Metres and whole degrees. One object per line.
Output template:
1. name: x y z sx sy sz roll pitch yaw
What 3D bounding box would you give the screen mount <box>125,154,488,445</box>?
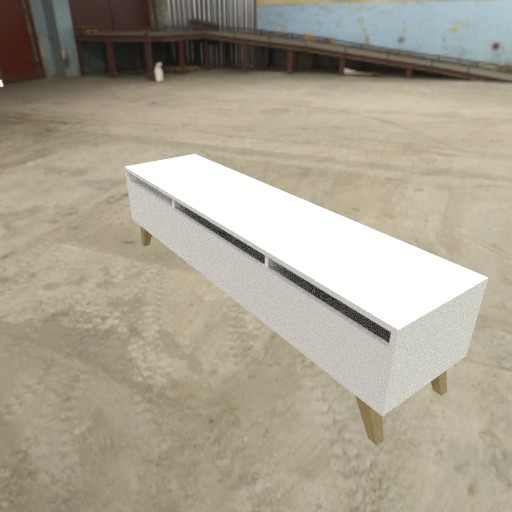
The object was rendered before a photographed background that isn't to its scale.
1. screen mount: 0.000 0.000 1.820 0.399 0.432 1.644 -19 33 -32
